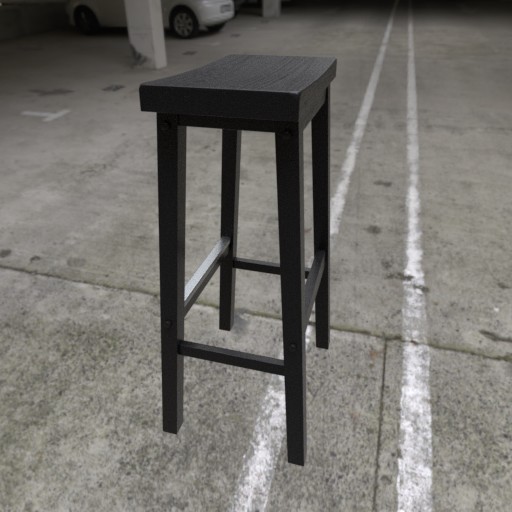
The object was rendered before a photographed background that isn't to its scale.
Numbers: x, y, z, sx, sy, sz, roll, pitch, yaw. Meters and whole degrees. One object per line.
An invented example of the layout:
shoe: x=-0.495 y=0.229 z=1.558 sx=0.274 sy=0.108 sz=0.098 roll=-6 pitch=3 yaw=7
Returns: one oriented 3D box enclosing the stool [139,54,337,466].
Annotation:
stool: x=0.000 y=0.000 z=0.944 sx=0.322 sy=0.742 sz=0.406 roll=8 pitch=31 yaw=14
